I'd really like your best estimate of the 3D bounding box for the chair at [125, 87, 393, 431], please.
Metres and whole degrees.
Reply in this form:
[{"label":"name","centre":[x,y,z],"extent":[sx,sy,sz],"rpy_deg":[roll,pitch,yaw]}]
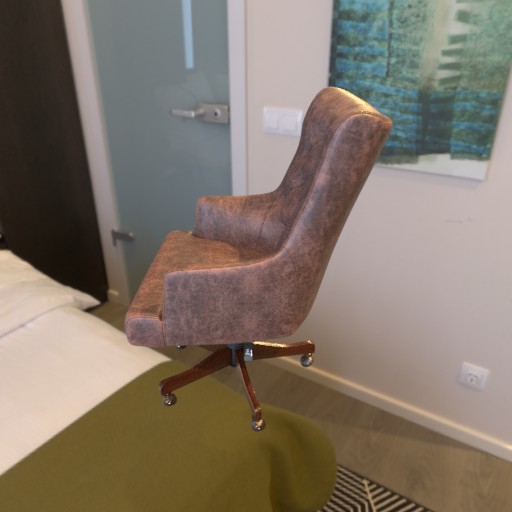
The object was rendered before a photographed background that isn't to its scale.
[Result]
[{"label":"chair","centre":[0.000,0.000,1.516],"extent":[0.762,1.035,0.641],"rpy_deg":[1,26,1]}]
